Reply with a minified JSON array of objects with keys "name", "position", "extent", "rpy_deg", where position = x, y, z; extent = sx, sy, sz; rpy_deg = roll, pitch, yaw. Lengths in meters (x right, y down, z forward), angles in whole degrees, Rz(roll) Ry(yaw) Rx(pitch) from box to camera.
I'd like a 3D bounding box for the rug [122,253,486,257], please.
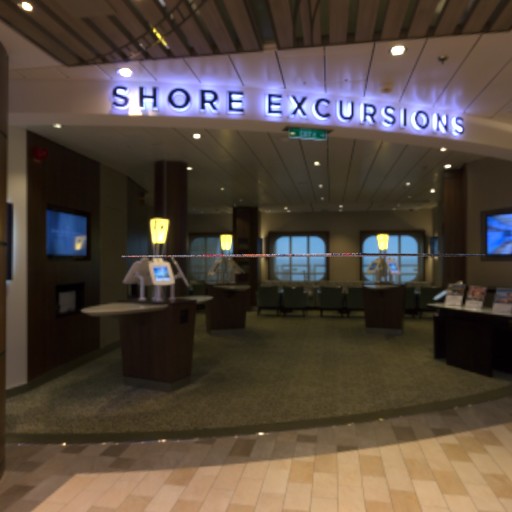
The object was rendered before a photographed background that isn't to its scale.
[{"name":"rug","position":[0.000,0.000,2.688],"extent":[0.832,0.008,2.362],"rpy_deg":[0,0,-36]}]
